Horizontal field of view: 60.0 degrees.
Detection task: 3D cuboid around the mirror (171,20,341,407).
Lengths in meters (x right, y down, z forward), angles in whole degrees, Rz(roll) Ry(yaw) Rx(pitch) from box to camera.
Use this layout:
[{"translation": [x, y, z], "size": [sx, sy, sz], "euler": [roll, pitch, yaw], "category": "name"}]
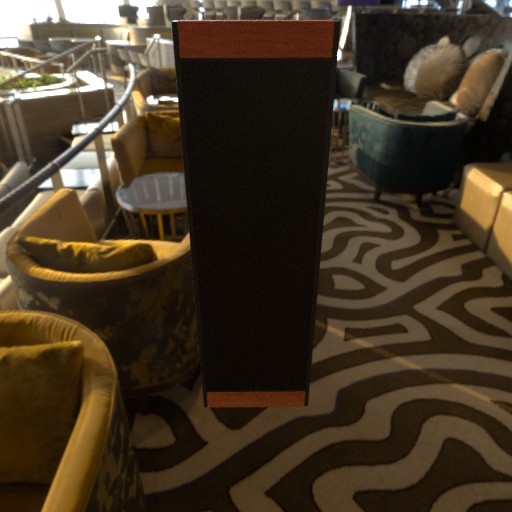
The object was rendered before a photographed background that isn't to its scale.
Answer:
[{"translation": [0.000, 0.000, 1.196], "size": [0.343, 1.123, 0.047], "euler": [0, 30, -1], "category": "mirror"}]
